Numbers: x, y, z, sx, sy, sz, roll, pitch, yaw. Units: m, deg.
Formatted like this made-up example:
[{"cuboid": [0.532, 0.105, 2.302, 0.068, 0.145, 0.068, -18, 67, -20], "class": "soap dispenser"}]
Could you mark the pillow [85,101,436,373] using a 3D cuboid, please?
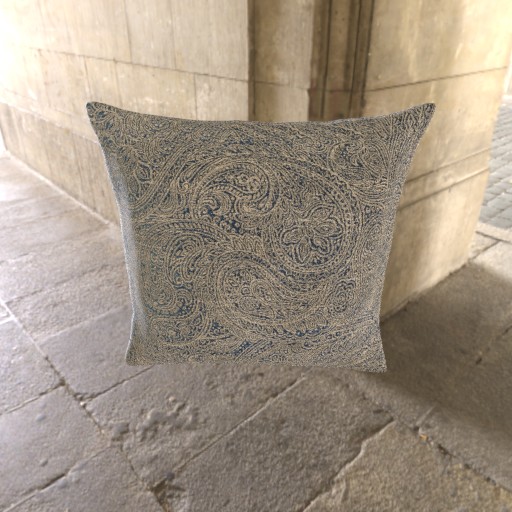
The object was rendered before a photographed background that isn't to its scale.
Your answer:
[{"cuboid": [0.000, 0.000, 0.769, 0.523, 0.510, 0.166, 1, 29, 1], "class": "pillow"}]
